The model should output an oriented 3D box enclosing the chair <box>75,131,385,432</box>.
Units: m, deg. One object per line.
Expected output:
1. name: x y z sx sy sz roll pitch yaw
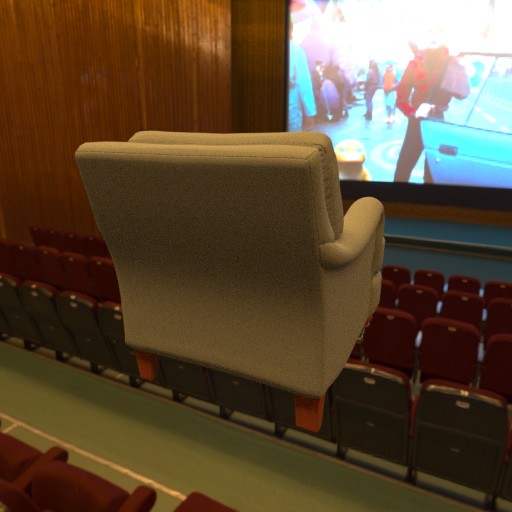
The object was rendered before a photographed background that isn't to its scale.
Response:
1. chair: 0.000 0.000 1.909 0.955 1.038 1.070 8 18 26
